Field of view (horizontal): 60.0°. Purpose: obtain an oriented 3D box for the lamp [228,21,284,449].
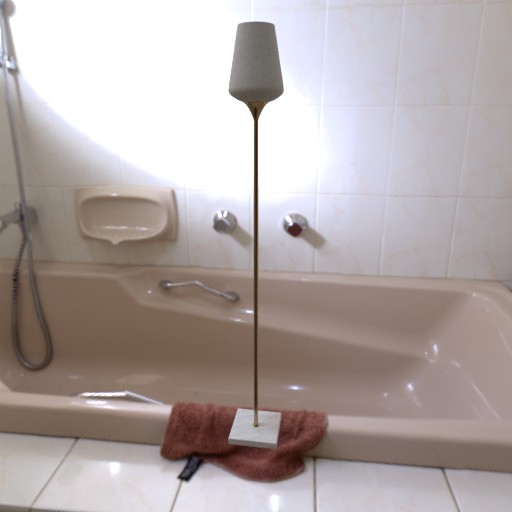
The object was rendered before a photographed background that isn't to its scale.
[{"bbox_3d":[0.000,0.000,1.932,0.229,1.813,0.232,3,17,9],"label":"lamp"}]
